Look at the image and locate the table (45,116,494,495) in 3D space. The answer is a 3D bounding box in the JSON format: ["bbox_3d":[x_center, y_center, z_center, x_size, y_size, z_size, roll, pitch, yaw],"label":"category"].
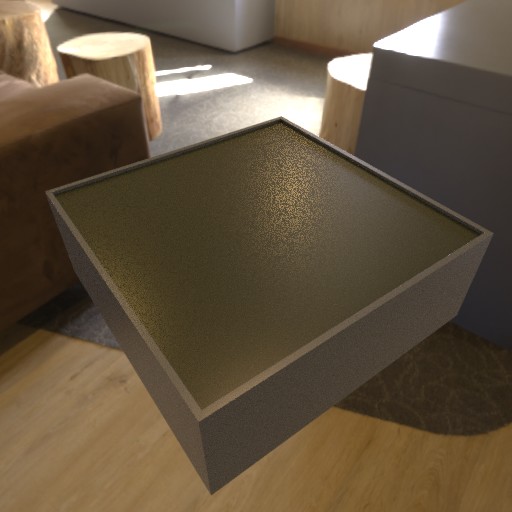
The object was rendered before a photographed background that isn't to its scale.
[{"bbox_3d":[0.000,0.000,1.207,0.801,0.299,0.801,-26,47,-26],"label":"table"}]
